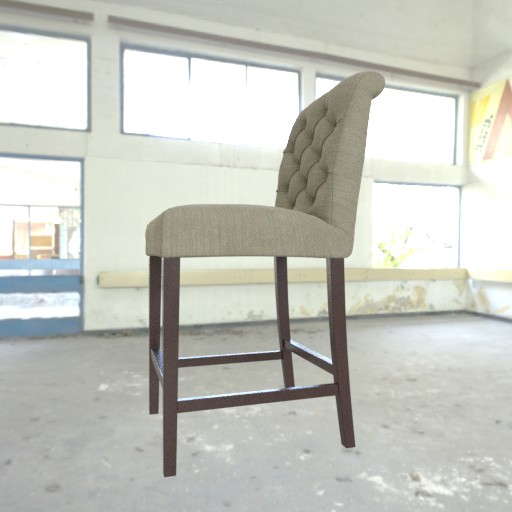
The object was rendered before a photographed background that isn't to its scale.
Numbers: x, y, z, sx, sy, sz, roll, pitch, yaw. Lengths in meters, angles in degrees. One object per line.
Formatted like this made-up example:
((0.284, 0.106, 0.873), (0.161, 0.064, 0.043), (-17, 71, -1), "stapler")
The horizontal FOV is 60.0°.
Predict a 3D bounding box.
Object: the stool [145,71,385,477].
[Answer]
((0.000, 0.000, 1.402), (0.660, 1.084, 0.486), (0, 1, -18), "stool")
